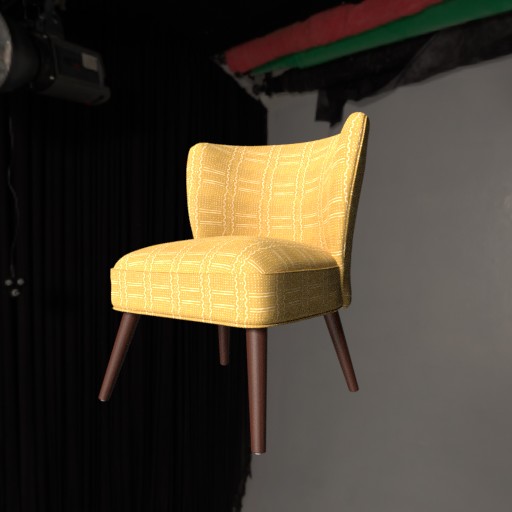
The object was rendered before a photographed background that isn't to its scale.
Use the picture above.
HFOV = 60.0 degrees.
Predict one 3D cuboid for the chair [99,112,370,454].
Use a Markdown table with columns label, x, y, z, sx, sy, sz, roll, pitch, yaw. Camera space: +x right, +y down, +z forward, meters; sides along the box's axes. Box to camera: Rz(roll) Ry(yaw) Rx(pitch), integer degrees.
| label | x | y | z | sx | sy | sz | roll | pitch | yaw |
| --- | --- | --- | --- | --- | --- | --- | --- | --- | --- |
| chair | 0.000 | 0.000 | 1.435 | 0.706 | 0.866 | 0.758 | 1 | 1 | 37 |
